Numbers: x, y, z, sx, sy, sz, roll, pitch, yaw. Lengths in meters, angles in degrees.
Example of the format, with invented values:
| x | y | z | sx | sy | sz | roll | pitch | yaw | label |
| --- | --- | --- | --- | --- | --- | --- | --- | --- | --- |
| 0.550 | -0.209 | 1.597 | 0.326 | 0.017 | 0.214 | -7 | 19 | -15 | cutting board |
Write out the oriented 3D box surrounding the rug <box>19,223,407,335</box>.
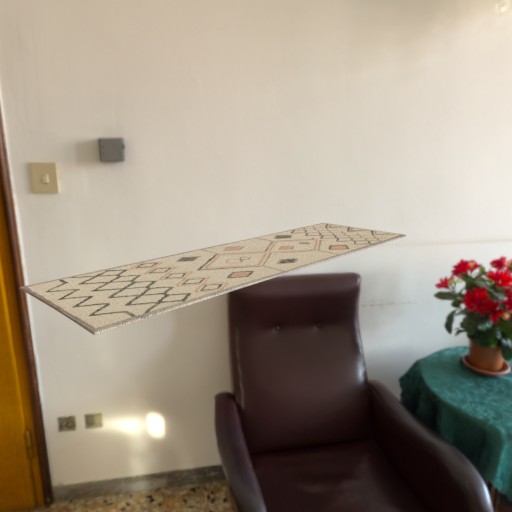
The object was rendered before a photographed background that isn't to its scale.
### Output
| x | y | z | sx | sy | sz | roll | pitch | yaw | label |
| --- | --- | --- | --- | --- | --- | --- | --- | --- | --- |
| 0.000 | 0.000 | 2.682 | 0.750 | 0.011 | 2.435 | 13 | 19 | 42 | rug |
